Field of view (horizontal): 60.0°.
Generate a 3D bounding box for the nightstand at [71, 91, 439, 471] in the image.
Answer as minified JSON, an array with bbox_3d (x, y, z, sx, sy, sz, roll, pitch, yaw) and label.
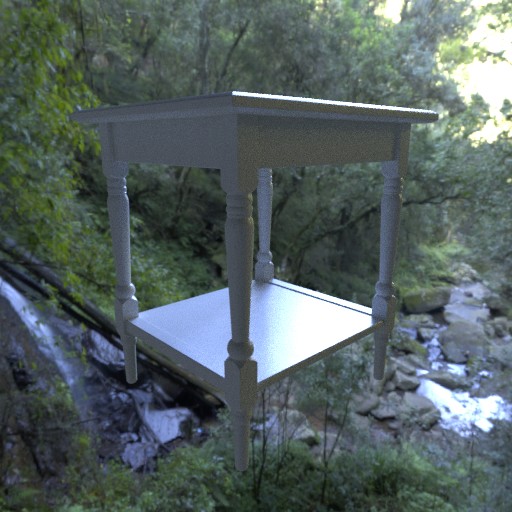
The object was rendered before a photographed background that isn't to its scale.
[{"bbox_3d":[0.000,0.000,0.888,0.505,0.555,0.459,-13,20,-42],"label":"nightstand"}]
